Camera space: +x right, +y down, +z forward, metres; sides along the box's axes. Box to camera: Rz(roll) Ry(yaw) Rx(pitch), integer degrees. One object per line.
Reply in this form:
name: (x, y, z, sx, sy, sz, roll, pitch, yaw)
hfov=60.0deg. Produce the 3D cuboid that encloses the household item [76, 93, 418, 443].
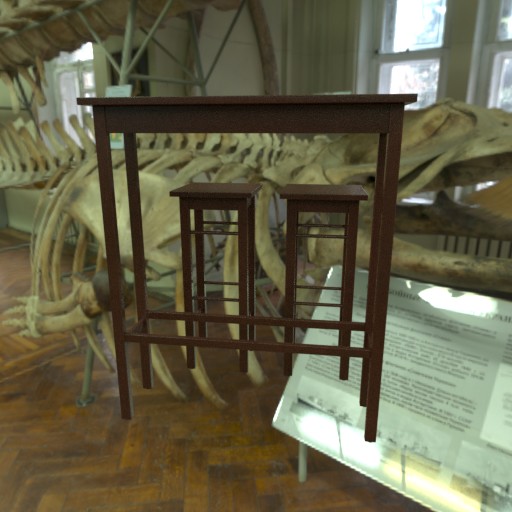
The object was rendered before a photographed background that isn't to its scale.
household item: (0.000, 0.000, 1.636, 0.914, 1.067, 0.676, 2, 16, 8)
